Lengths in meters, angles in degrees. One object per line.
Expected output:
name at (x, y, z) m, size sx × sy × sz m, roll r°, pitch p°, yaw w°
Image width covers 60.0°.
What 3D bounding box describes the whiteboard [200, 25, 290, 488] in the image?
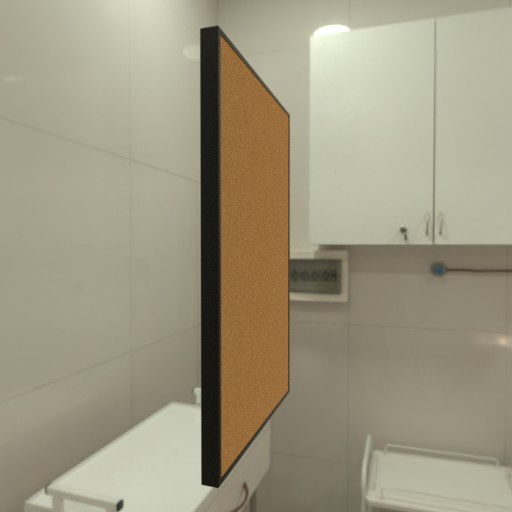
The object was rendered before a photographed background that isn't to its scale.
whiteboard at (0.000, 0.000, 0.781) m, size 0.026 × 0.611 × 0.406 m, roll 0°, pitch 1°, yaw 18°
